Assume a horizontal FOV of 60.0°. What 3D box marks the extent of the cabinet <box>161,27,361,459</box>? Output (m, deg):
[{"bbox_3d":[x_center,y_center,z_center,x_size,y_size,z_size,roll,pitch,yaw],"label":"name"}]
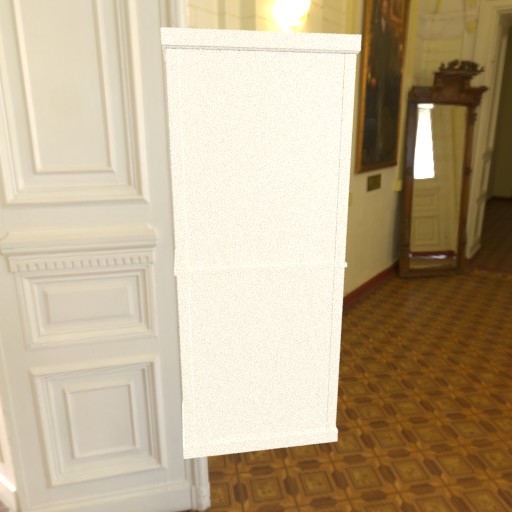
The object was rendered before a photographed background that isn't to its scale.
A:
[{"bbox_3d":[0.000,0.000,2.065,0.754,1.829,0.390,-3,16,-9],"label":"cabinet"}]
